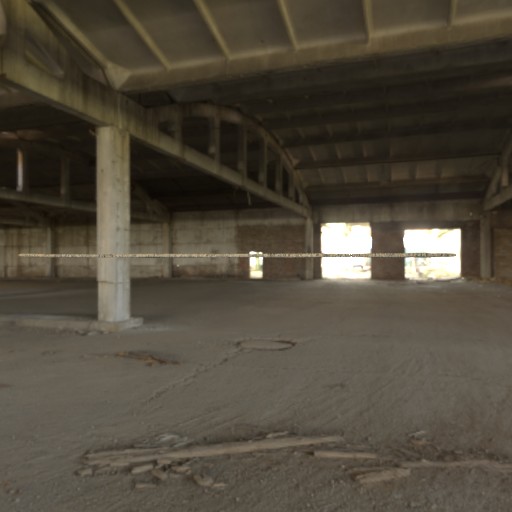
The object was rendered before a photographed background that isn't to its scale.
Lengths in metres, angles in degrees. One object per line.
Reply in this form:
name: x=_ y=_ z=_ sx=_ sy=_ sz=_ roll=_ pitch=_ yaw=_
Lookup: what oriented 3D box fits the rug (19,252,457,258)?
rug: x=0.000 y=0.000 z=4.190 sx=3.199 sy=0.036 sz=2.414 roll=0 pitch=0 yaw=18
